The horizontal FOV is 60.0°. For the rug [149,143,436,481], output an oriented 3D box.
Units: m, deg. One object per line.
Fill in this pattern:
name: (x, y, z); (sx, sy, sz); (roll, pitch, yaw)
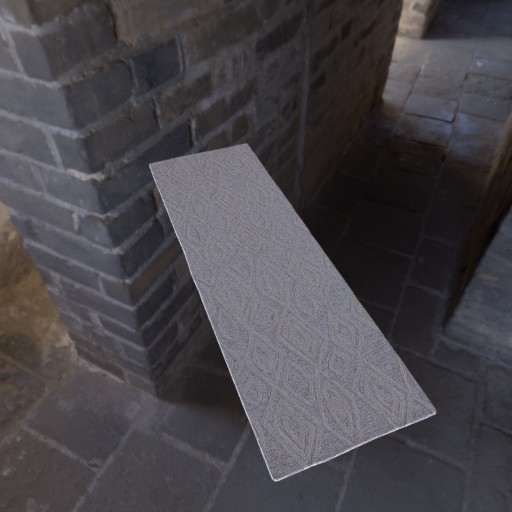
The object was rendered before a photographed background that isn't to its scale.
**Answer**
rug: (0.000, 0.000, 2.676); (0.807, 0.013, 2.436); (-16, 47, -15)
